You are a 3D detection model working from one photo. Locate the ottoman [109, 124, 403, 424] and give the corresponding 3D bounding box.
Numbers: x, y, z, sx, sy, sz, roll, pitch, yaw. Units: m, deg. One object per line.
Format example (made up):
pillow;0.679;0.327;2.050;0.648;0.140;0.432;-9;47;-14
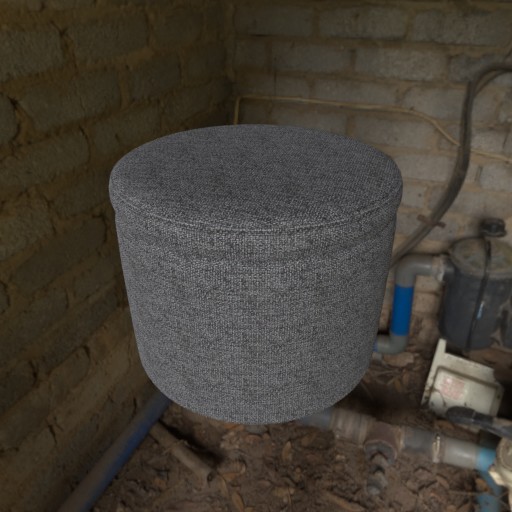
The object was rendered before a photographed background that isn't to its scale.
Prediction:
ottoman;0.000;0.000;0.901;0.520;0.430;0.520;0;31;0
